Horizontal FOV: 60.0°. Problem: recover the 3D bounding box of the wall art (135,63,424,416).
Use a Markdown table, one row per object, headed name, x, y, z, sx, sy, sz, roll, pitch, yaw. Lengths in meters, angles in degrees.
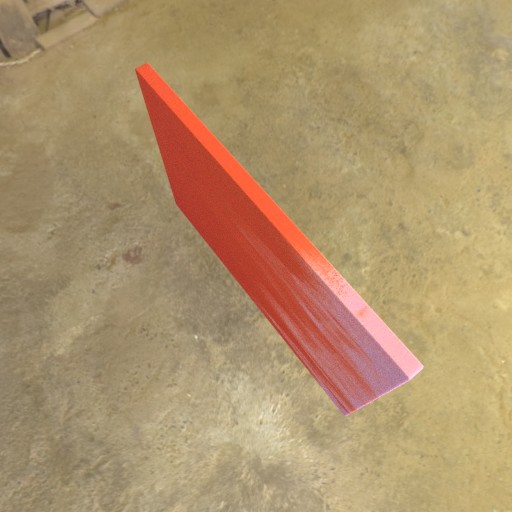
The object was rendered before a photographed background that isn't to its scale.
| name | x | y | z | sx | sy | sz | roll | pitch | yaw |
| --- | --- | --- | --- | --- | --- | --- | --- | --- | --- |
| wall art | 0.000 | 0.000 | 1.182 | 0.040 | 0.609 | 0.913 | -34 | 69 | -15 |
